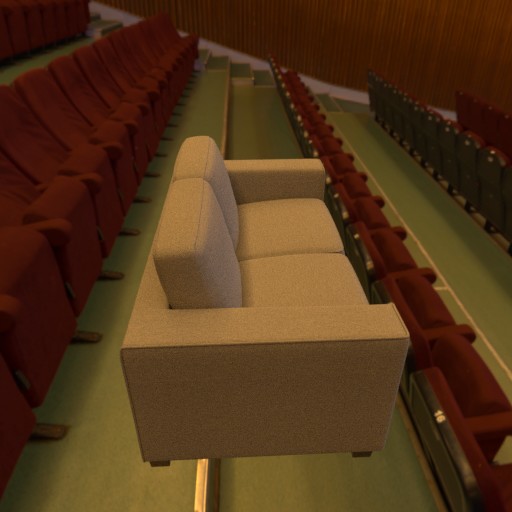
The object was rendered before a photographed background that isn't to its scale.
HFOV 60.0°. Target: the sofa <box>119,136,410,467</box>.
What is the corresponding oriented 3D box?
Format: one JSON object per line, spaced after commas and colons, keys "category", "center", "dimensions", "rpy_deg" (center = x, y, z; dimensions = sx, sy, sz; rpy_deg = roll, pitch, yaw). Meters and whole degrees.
{"category": "sofa", "center": [0.000, 0.000, 2.359], "dimensions": [1.007, 0.924, 1.812], "rpy_deg": [-2, 32, -2]}
